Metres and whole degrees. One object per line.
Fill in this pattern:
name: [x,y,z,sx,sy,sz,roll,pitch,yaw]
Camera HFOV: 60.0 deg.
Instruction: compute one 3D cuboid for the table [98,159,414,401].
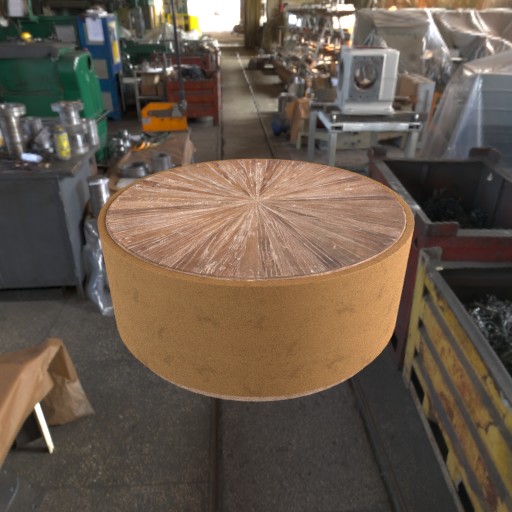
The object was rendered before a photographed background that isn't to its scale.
table: [0.000,0.000,1.563,1.001,0.409,1.001,0,29,0]
